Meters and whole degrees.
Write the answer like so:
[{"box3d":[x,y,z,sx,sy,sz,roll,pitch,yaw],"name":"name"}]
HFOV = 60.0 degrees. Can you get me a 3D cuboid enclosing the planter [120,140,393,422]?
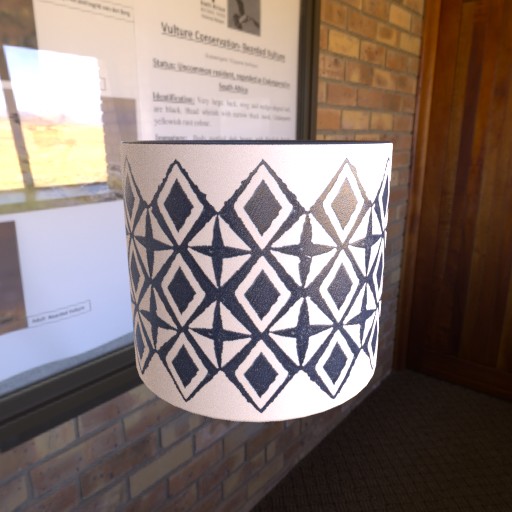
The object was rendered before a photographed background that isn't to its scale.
[{"box3d":[0.000,0.000,0.327,0.182,0.165,0.182,0,15,0],"name":"planter"}]
